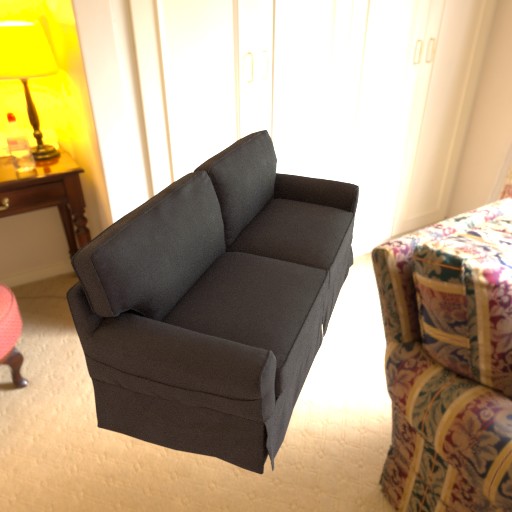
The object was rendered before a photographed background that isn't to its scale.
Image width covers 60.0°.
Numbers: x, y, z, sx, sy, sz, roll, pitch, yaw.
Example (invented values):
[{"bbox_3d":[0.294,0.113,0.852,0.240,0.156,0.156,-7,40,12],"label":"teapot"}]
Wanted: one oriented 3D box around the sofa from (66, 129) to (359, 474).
[{"bbox_3d":[0.000,0.000,2.831,0.983,1.094,2.256,11,32,18],"label":"sofa"}]
